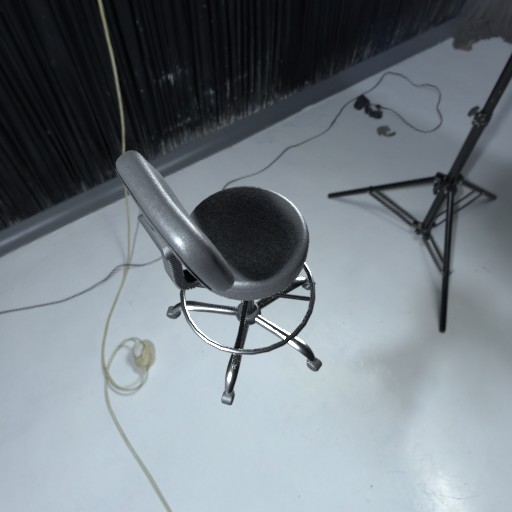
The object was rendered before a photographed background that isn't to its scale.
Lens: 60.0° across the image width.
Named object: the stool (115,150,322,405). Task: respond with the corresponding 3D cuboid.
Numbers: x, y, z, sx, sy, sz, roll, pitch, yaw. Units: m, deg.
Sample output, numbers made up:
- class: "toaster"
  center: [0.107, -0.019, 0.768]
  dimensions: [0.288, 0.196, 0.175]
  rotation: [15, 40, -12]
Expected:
- class: "stool"
  center: [0.000, 0.000, 1.549]
  dimensions: [0.658, 1.069, 0.694]
  rotation: [-30, 62, -18]
